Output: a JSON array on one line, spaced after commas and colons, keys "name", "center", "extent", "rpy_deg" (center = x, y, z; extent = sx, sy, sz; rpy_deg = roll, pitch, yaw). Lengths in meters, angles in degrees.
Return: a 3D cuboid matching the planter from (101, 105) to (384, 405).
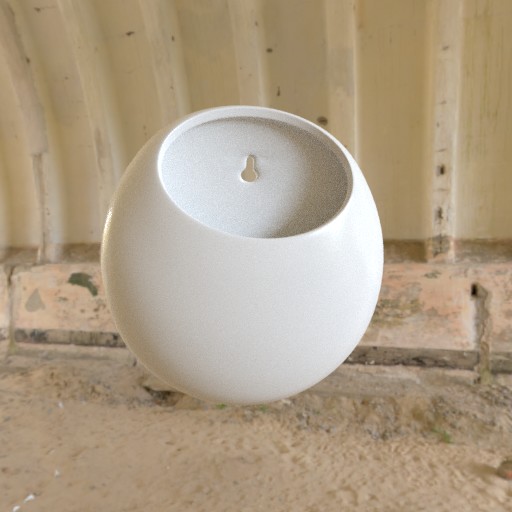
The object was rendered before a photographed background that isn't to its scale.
[{"name": "planter", "center": [0.000, 0.000, 0.280], "extent": [0.185, 0.188, 0.043], "rpy_deg": [0, 1, -18]}]
